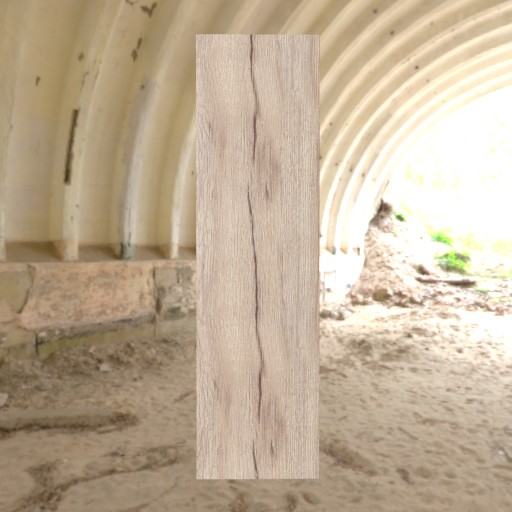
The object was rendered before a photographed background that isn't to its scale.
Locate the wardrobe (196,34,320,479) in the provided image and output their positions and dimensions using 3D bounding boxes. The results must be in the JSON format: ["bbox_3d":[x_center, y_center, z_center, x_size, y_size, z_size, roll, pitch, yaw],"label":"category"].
[{"bbox_3d":[0.000,0.000,2.966,0.580,2.070,1.810,0,1,0],"label":"wardrobe"}]
